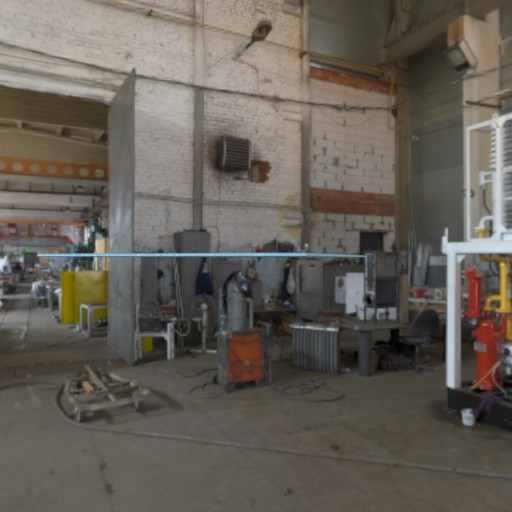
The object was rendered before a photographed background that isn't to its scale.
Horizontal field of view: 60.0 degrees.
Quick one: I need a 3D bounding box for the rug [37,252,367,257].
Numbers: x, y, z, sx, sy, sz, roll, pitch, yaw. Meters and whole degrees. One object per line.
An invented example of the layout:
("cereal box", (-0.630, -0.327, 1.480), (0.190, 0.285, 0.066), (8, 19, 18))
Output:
("rug", (0.000, 0.000, 1.450), (0.604, 0.007, 1.219), (0, 0, 19))
